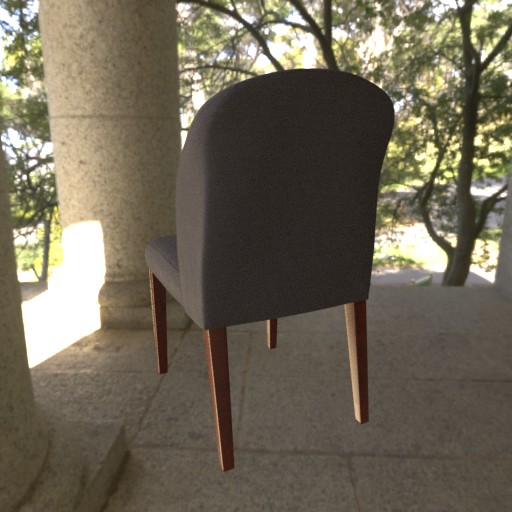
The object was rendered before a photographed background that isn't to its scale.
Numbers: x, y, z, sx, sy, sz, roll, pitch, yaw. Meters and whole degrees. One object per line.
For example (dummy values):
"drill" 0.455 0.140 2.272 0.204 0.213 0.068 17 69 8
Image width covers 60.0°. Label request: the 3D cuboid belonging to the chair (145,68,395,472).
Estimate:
"chair" 0.000 0.000 1.228 0.506 0.879 0.619 -7 15 -26
